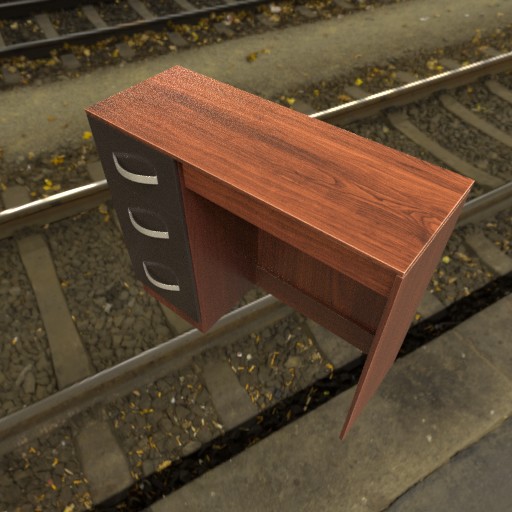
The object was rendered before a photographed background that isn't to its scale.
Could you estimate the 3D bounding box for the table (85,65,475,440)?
[{"bbox_3d":[0.000,0.000,1.358,0.930,0.790,0.380,30,54,25],"label":"table"}]
